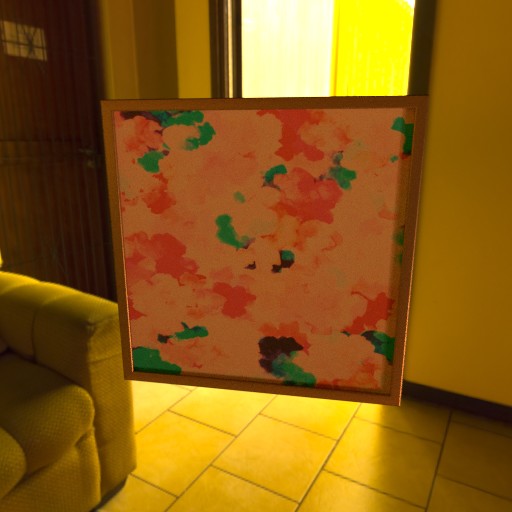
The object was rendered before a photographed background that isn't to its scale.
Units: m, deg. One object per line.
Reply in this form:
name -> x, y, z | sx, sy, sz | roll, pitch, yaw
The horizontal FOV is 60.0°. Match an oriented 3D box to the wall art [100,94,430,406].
wall art -> 0.000, 0.000, 1.135 | 0.767, 0.765, 0.036 | 3, 15, 10
